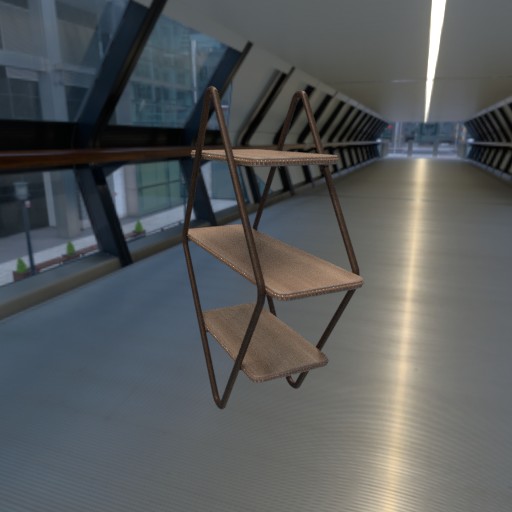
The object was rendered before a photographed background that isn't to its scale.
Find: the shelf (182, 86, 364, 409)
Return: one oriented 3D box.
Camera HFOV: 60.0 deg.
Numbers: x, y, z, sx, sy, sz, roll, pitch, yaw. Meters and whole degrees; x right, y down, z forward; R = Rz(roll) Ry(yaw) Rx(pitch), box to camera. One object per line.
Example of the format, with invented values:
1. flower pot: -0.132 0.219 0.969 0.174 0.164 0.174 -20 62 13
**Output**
1. shelf: 0.000 0.000 1.092 0.234 0.774 0.609 -7 17 -25
